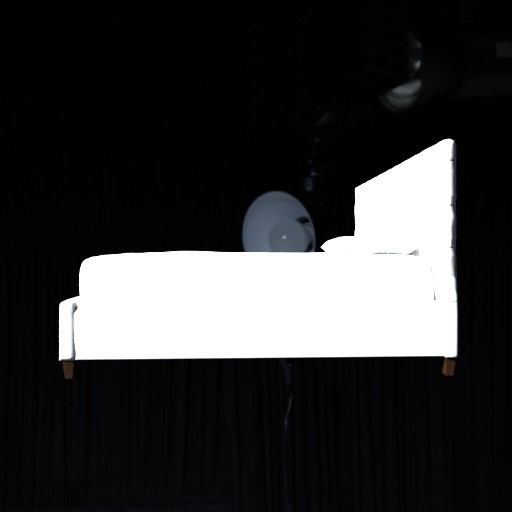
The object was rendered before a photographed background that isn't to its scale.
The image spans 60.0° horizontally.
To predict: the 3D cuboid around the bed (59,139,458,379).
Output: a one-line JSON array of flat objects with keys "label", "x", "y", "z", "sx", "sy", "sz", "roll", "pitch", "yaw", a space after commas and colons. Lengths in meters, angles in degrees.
[{"label": "bed", "x": 0.000, "y": 0.000, "z": 3.642, "sx": 2.387, "sy": 1.427, "sz": 2.078, "roll": 0, "pitch": 1, "yaw": -2}]
